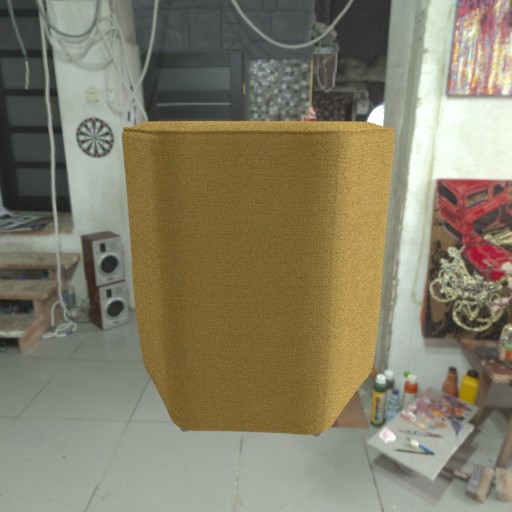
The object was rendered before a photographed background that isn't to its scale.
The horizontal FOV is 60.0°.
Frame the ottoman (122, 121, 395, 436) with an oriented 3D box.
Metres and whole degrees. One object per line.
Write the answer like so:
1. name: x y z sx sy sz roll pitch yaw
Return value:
1. ottoman: 0.000 0.000 0.864 0.443 0.502 0.494 -9 19 -26
